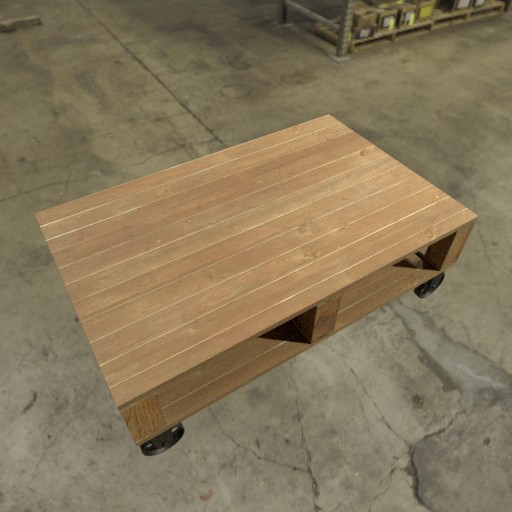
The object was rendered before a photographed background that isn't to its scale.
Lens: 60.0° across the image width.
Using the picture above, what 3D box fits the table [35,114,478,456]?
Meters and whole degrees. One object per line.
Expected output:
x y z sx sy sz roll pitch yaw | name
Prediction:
0.000 0.000 1.685 1.299 0.413 0.827 -24 51 -22 | table
